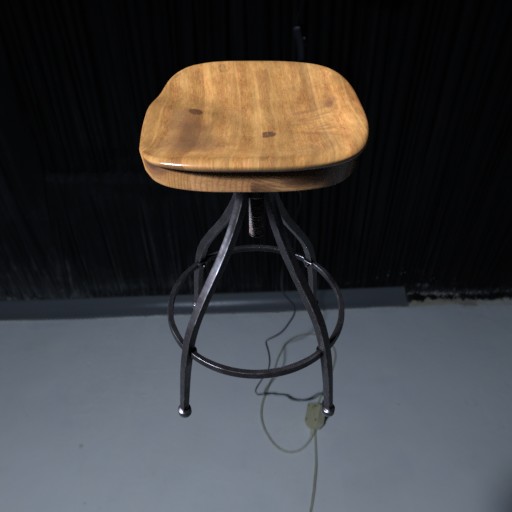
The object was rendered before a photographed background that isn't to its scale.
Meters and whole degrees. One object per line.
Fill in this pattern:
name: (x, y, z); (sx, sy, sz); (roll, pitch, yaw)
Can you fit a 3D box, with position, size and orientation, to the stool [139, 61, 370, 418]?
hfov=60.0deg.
stool: (0.000, 0.000, 0.973); (0.424, 0.694, 0.432); (0, 41, 0)
